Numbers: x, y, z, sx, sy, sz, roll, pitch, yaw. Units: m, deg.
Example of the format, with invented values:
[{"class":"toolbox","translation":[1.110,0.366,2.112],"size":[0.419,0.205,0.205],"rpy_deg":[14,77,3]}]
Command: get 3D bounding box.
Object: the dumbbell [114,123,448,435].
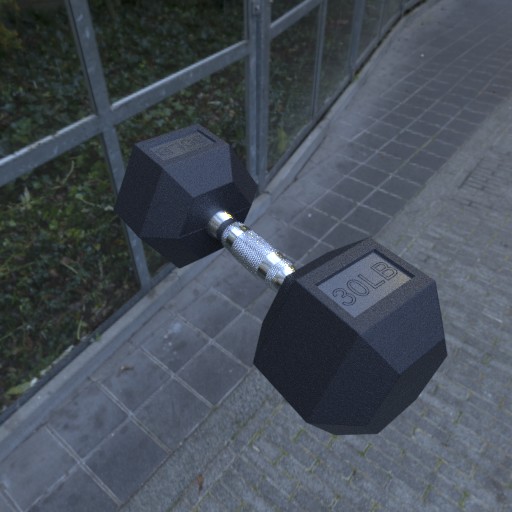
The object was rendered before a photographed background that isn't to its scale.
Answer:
[{"class":"dumbbell","translation":[0.000,0.000,0.397],"size":[0.142,0.123,0.337],"rpy_deg":[-27,49,-27]}]
